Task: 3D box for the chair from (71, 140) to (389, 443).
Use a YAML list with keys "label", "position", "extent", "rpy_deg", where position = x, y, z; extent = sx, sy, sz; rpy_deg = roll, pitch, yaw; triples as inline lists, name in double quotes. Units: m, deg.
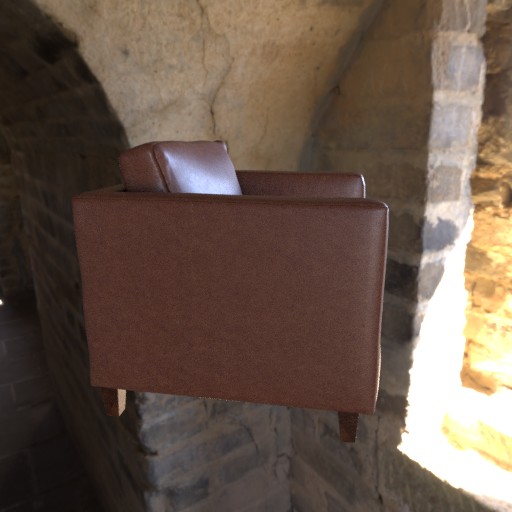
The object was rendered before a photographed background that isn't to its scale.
- label: "chair"
  position: [0.000, 0.000, 1.809]
  extent: [0.959, 0.917, 1.107]
  rpy_deg: [3, 16, 10]
